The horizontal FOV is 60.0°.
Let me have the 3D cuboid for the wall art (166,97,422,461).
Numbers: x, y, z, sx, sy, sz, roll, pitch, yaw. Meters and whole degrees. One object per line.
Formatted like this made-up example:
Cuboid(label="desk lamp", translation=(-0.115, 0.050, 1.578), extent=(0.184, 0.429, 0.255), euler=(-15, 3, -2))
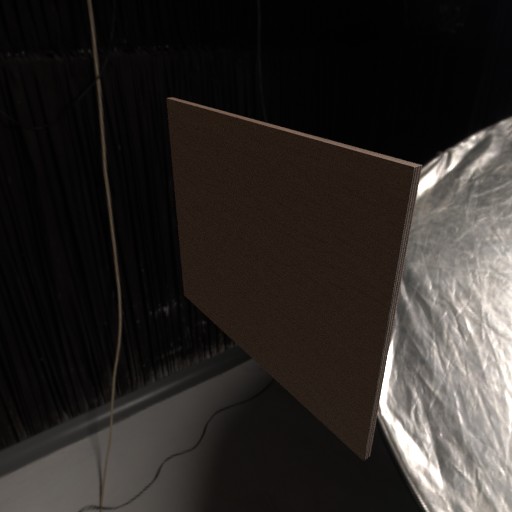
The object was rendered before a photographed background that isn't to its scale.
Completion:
Cuboid(label="wall art", translation=(0.000, 0.000, 0.687), extent=(0.013, 0.406, 0.508), euler=(-19, 33, -32))
